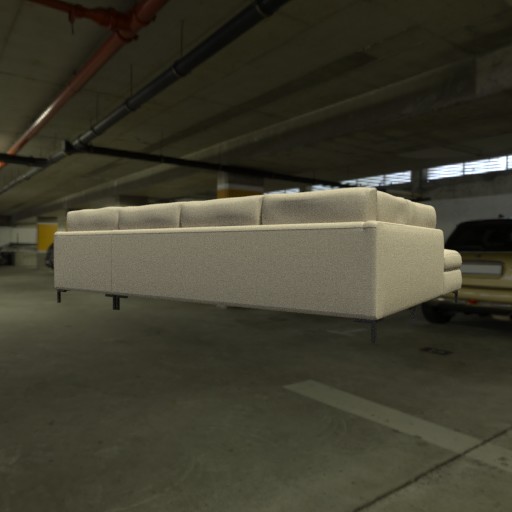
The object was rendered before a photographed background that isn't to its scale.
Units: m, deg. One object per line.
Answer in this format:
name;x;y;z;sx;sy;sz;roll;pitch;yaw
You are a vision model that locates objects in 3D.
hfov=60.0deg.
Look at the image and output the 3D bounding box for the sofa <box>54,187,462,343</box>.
sofa;0.000;0.000;3.567;2.737;0.756;1.879;1;1;35
